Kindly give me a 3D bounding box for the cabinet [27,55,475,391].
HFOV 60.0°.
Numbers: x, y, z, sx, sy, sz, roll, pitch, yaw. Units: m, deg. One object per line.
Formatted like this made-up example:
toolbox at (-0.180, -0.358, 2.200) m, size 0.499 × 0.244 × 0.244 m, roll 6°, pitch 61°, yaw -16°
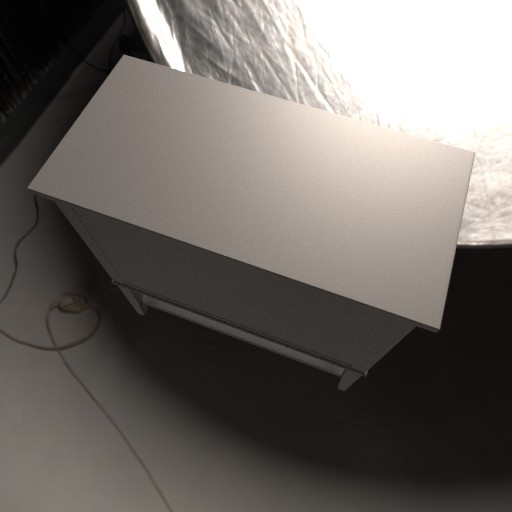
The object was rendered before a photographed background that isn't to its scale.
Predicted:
cabinet at (0.000, 0.000, 1.228) m, size 0.801 × 0.780 × 0.396 m, roll 19°, pitch 66°, yaw 9°
